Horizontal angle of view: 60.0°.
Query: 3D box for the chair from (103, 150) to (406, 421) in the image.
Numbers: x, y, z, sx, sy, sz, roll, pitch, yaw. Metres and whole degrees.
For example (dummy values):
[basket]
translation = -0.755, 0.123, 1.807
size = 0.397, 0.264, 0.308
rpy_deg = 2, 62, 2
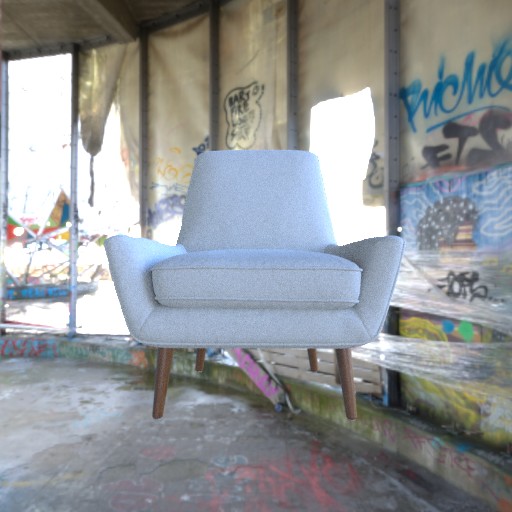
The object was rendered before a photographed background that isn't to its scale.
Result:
[chair]
translation = 0.000, 0.000, 1.527
size = 0.787, 0.888, 0.822
rpy_deg = 0, 0, 1
